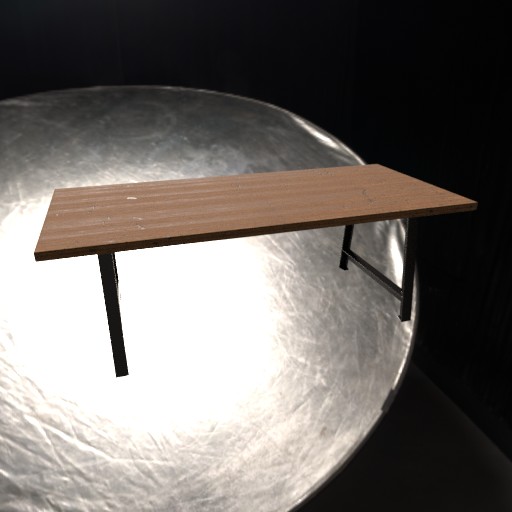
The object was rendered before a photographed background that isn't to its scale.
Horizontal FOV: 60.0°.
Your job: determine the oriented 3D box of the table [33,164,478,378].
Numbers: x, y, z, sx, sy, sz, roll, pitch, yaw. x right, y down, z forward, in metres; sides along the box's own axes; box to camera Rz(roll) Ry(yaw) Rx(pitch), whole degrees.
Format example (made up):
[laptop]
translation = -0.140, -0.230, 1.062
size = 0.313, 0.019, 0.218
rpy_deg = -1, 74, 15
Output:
[table]
translation = 0.000, 0.000, 2.672
size = 2.200, 0.757, 1.000
rpy_deg = -8, 25, -16
